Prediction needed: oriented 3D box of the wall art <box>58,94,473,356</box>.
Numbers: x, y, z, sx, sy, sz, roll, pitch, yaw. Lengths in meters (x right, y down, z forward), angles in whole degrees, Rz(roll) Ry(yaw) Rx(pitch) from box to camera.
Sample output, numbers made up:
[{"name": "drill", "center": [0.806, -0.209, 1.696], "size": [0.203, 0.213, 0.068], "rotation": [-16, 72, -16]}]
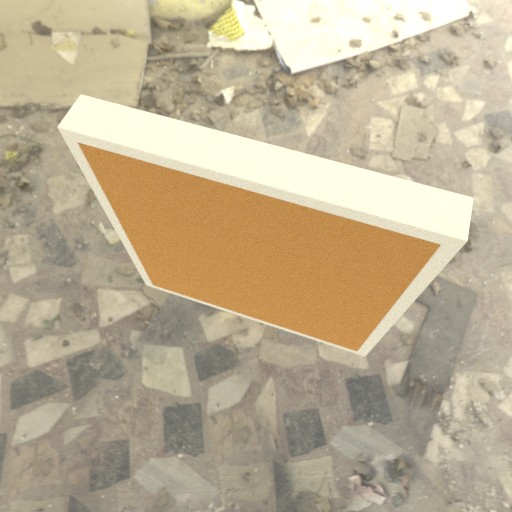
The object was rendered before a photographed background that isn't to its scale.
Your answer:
[{"name": "wall art", "center": [0.000, 0.000, 0.456], "size": [0.305, 0.305, 0.037], "rotation": [17, 64, 8]}]
